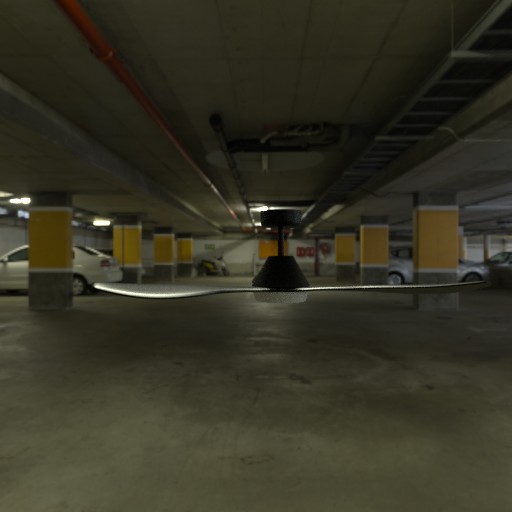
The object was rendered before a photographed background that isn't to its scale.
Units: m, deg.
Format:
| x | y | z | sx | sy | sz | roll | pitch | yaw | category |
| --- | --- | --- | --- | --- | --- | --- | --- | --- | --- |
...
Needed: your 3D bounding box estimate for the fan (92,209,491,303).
| x | y | z | sx | sy | sz | roll | pitch | yaw | category |
| --- | --- | --- | --- | --- | --- | --- | --- | --- | --- |
| 0.000 | 0.000 | 1.588 | 1.067 | 0.305 | 1.067 | 0 | 0 | -17 | fan |
